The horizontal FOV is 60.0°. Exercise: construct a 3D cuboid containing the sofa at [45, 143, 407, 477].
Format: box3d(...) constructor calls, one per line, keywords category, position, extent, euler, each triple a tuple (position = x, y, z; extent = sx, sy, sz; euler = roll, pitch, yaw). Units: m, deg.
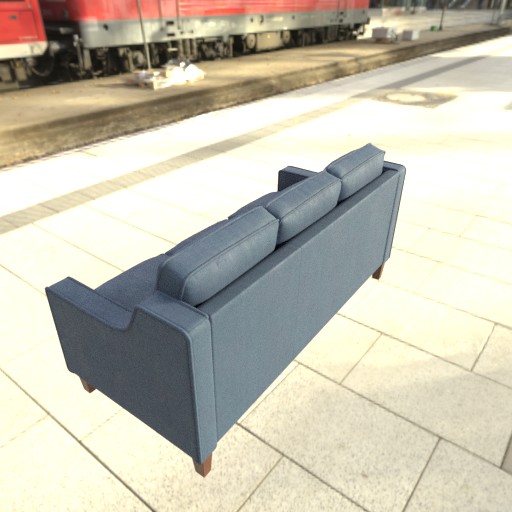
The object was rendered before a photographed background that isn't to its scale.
box3d(category="sofa", position=(0.000, 0.000, 2.497), extent=(0.911, 0.974, 1.986), euler=(20, 36, 30))
